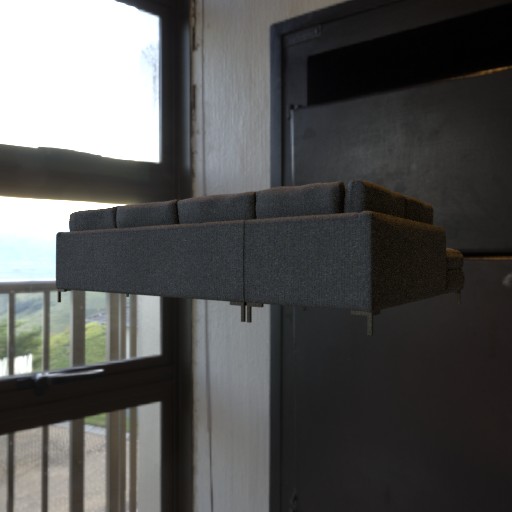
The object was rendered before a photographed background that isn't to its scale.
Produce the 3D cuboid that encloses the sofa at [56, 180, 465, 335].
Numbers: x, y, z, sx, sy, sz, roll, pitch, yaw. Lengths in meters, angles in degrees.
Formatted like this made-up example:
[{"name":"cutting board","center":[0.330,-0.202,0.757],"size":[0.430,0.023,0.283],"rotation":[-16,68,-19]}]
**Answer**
[{"name":"sofa","center":[0.000,0.000,3.824],"size":[2.949,0.815,2.007],"rotation":[0,-1,36]}]
